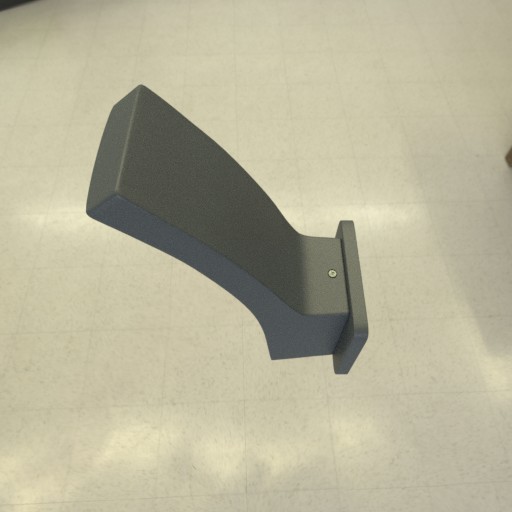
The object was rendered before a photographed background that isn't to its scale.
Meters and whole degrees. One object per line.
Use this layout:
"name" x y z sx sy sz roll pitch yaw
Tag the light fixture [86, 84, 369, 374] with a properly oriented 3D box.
"light fixture" 0.000 0.000 0.330 0.174 0.243 0.108 0 58 0
